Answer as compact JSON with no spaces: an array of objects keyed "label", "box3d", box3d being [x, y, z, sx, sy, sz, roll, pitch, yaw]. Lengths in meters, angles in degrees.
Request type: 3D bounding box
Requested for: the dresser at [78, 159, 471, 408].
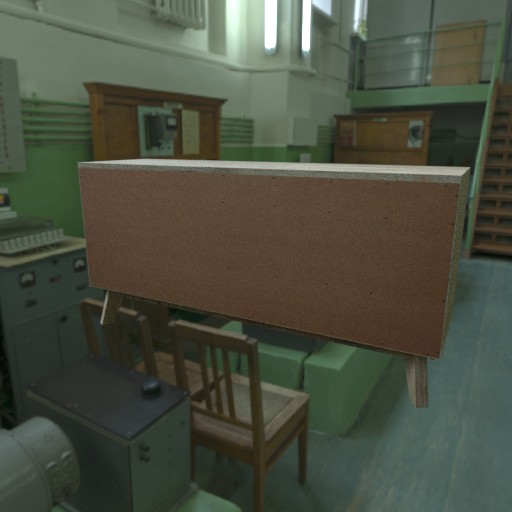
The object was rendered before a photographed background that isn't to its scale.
[{"label":"dresser","box3d":[0.000,0.000,1.951,1.602,0.788,0.455,8,17,27]}]
